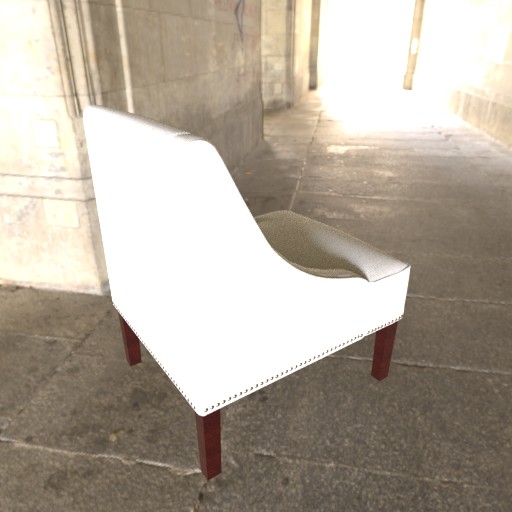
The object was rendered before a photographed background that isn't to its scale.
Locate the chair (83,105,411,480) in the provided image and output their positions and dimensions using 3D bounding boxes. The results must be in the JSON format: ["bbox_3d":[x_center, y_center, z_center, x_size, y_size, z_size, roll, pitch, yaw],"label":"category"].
[{"bbox_3d":[0.000,0.000,1.358,0.748,0.872,0.628,-17,30,-31],"label":"chair"}]
